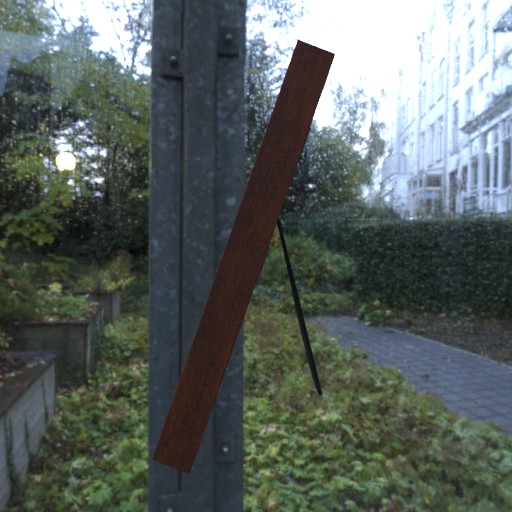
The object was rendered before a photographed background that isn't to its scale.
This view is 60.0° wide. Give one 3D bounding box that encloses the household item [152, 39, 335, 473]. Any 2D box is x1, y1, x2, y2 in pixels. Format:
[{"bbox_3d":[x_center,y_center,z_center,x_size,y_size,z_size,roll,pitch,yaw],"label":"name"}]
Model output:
[{"bbox_3d":[0.000,0.000,0.288,0.096,0.204,0.160,0,1,1],"label":"household item"}]
